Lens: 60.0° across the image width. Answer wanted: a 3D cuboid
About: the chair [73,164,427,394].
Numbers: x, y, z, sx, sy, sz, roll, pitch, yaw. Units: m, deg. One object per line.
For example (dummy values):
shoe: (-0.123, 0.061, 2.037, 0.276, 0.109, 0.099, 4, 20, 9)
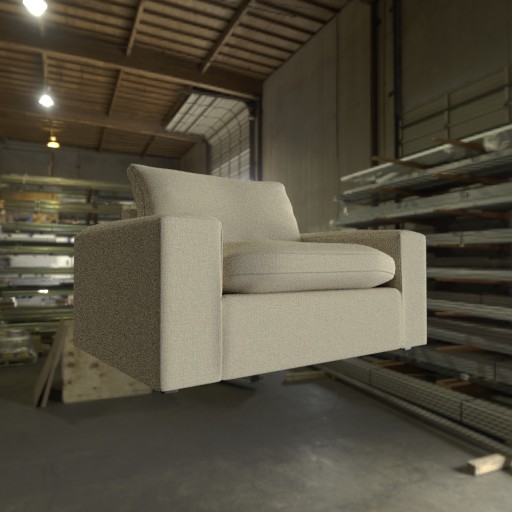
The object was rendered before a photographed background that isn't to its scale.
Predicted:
chair: (0.000, 0.000, 2.107, 1.398, 0.915, 1.039, 1, -2, -36)
